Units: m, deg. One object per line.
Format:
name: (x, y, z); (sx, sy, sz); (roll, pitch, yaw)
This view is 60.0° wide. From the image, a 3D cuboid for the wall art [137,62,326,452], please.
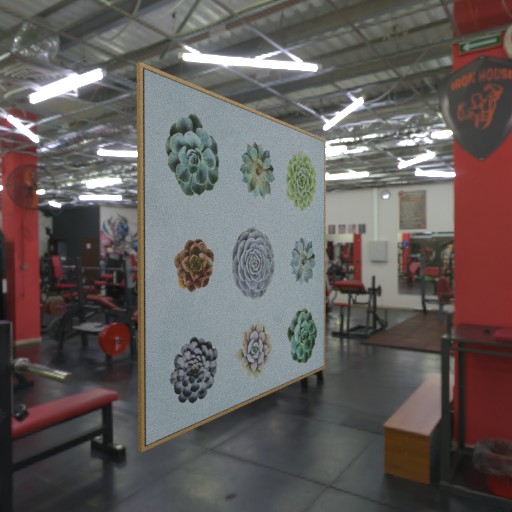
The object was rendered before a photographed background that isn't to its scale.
wall art: (0.000, 0.000, 1.477); (0.013, 0.959, 0.962); (1, 1, 37)
